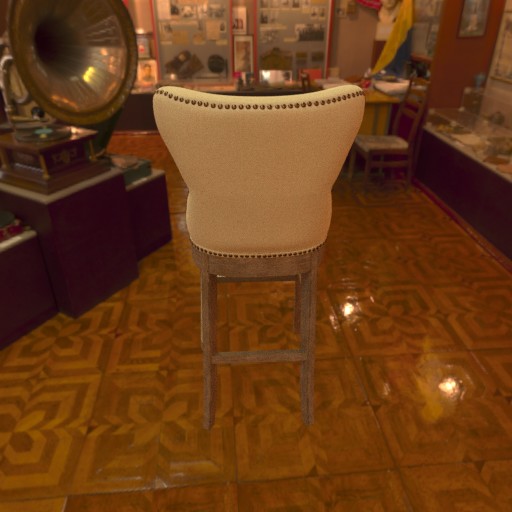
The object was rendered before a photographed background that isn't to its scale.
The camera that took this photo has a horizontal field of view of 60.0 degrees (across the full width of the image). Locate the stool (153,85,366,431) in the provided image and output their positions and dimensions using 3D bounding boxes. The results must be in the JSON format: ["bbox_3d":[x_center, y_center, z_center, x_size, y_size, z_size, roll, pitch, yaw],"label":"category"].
[{"bbox_3d":[0.000,0.000,1.459,0.494,1.123,0.606,-1,30,-3],"label":"stool"}]
